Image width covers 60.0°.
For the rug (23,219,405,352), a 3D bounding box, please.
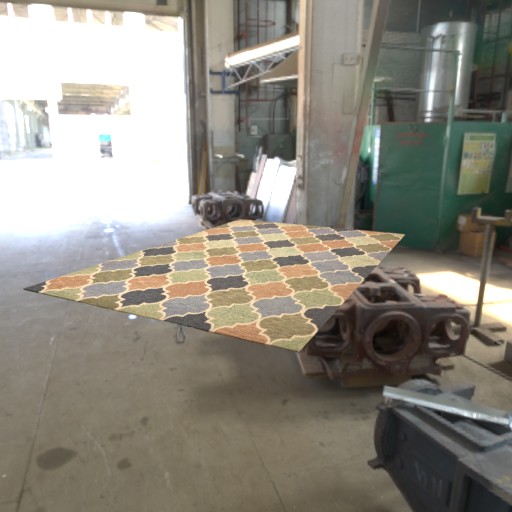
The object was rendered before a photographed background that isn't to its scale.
[{"bbox_3d":[0.000,0.000,2.343,1.216,0.006,1.828,7,17,26],"label":"rug"}]
